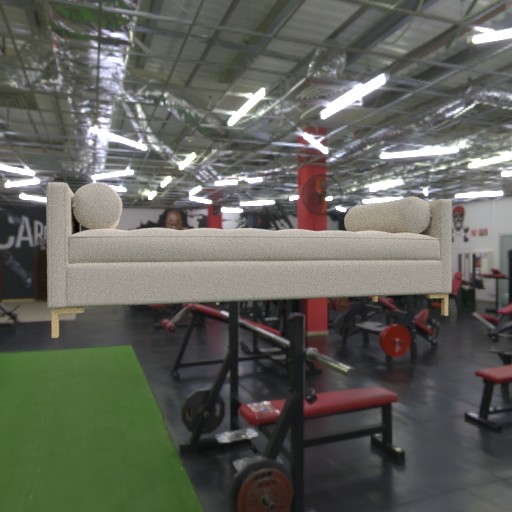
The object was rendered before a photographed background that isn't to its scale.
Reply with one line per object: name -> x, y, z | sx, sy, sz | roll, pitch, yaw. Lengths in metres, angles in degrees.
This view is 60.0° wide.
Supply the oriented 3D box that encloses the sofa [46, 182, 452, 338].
sofa -> 0.000, 0.000, 2.400 | 1.985, 0.641, 0.746 | 0, 1, -18
